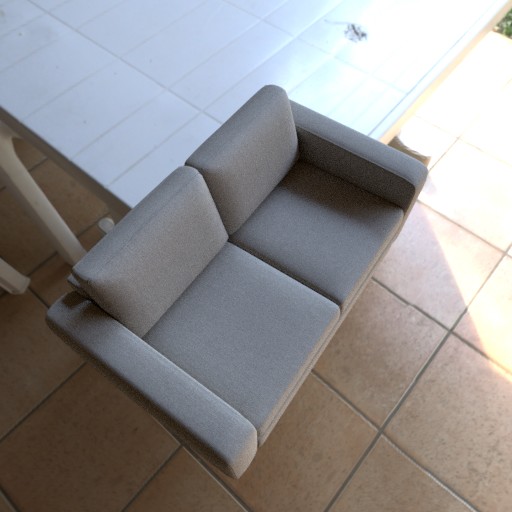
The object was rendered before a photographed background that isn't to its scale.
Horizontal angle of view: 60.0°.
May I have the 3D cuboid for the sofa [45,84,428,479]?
[{"bbox_3d":[0.000,0.000,1.970,0.900,0.800,1.540,31,64,17],"label":"sofa"}]
